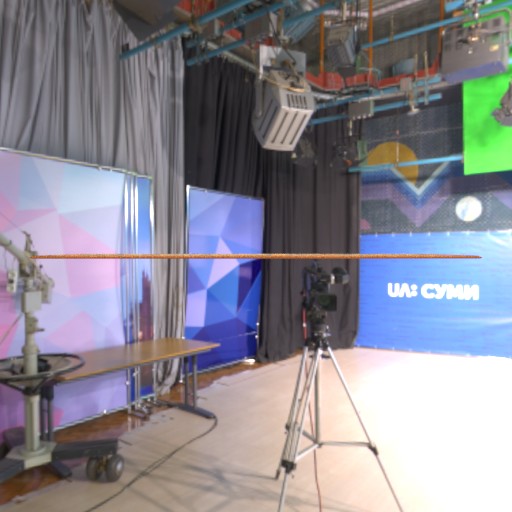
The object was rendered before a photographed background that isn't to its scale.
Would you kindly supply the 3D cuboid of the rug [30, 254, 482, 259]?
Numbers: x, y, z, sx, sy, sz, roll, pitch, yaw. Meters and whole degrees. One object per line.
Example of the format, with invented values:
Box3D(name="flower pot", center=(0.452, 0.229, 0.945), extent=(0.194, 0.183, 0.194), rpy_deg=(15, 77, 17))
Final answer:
Box3D(name="rug", center=(0.000, 0.000, 2.545), extent=(2.274, 0.016, 0.651), rpy_deg=(0, 1, 0))
